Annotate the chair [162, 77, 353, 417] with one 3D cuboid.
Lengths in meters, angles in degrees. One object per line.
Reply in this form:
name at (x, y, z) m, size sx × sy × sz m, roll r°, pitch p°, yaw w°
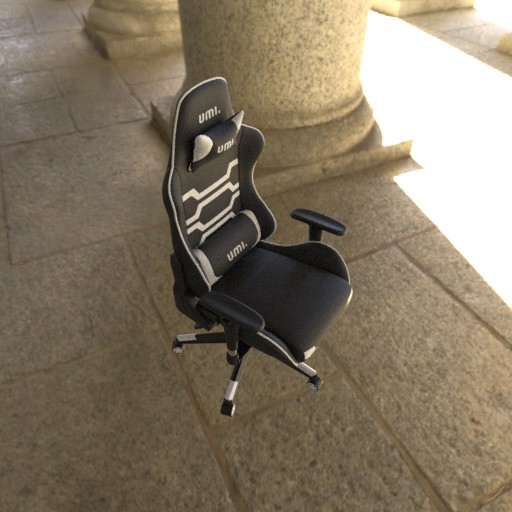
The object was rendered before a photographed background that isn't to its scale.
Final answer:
chair at (0.000, 0.000, 1.701) m, size 0.700 × 1.240 × 0.700 m, roll 25°, pitch 47°, yaw 25°
